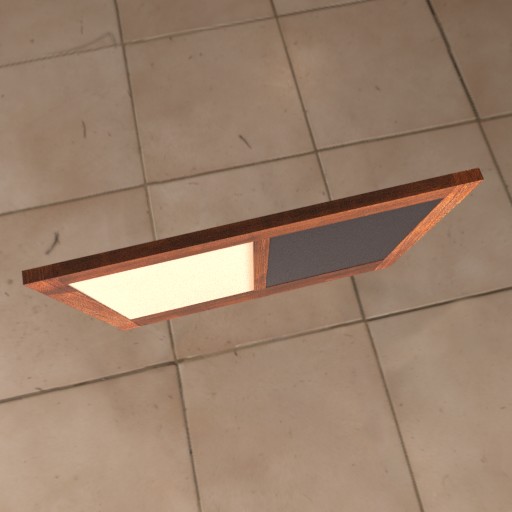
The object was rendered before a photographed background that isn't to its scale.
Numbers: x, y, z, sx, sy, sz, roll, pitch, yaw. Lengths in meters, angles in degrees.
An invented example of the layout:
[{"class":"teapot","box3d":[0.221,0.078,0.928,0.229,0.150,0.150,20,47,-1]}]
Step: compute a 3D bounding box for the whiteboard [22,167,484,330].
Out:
[{"class":"whiteboard","box3d":[0.000,0.000,0.994,0.768,0.553,0.083,-13,74,-4]}]
